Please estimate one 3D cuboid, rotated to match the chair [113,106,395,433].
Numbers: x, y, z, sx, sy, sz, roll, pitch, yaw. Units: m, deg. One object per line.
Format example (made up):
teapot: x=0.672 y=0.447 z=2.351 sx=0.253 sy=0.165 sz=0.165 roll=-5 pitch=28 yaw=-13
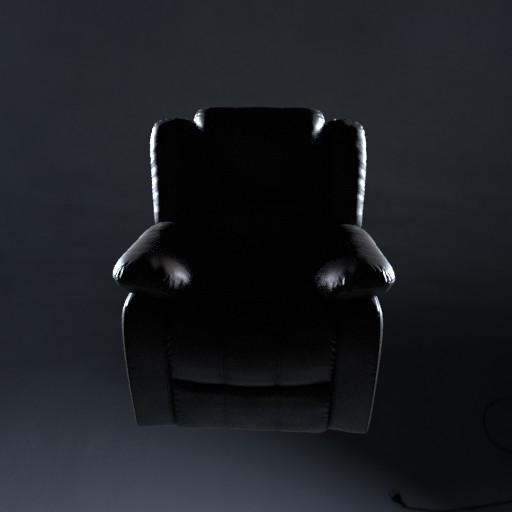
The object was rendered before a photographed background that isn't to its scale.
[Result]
chair: x=0.000 y=0.000 z=1.698 sx=0.899 sy=1.009 sz=0.934 roll=1 pitch=27 yaw=2
